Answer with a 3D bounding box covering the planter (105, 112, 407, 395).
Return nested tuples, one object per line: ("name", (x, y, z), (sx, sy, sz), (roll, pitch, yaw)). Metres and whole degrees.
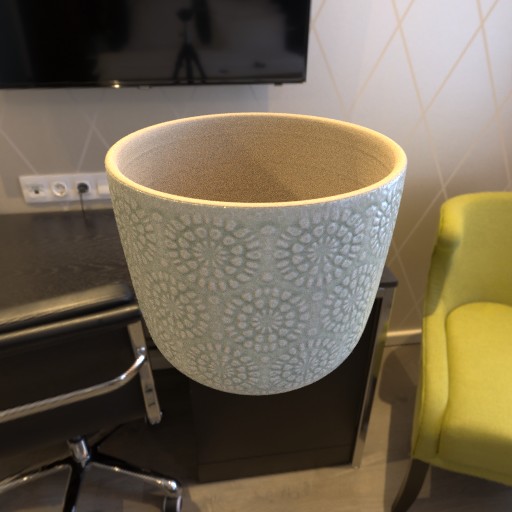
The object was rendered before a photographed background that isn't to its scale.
("planter", (0.000, 0.000, 0.216), (0.124, 0.109, 0.124), (0, 31, 0))
